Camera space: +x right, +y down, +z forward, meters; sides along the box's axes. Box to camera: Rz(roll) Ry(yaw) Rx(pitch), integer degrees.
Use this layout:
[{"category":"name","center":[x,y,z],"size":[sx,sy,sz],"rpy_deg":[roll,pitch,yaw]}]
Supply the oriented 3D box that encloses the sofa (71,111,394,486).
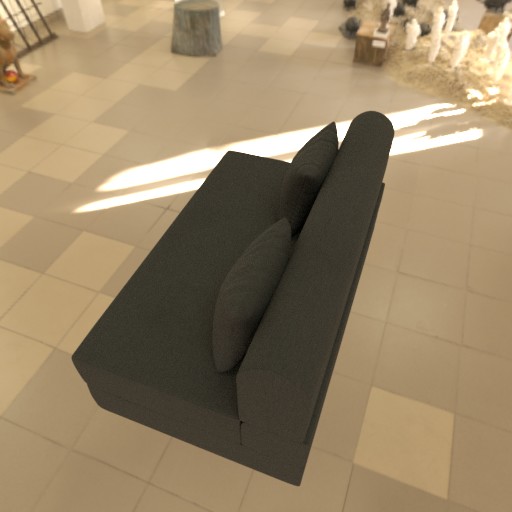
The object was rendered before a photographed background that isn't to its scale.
[{"category":"sofa","center":[0.000,0.000,1.658],"size":[0.762,0.670,1.225],"rpy_deg":[15,48,14]}]
